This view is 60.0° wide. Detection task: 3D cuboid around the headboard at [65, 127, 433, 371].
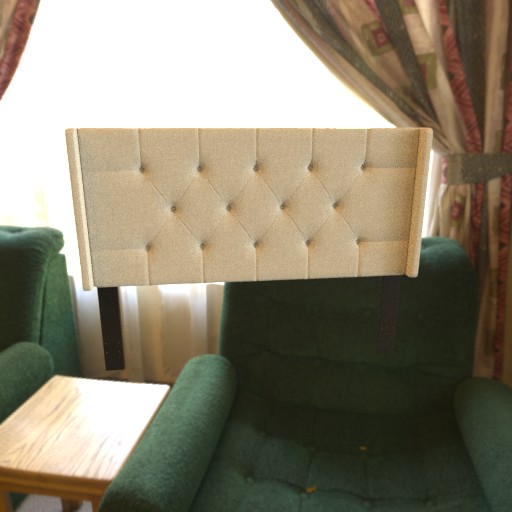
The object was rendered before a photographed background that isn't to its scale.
[{"bbox_3d":[0.000,0.000,2.741,2.051,1.524,0.184,-2,16,-7],"label":"headboard"}]
